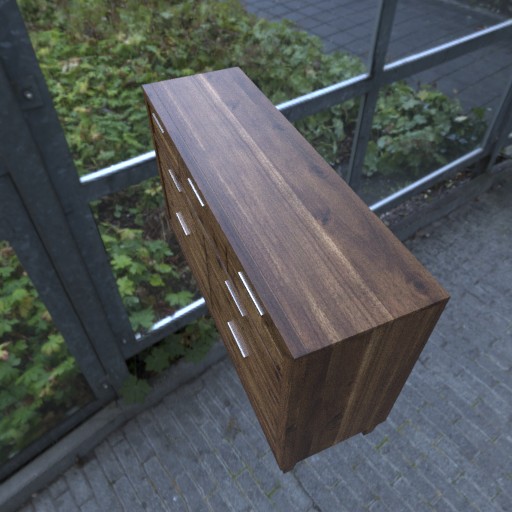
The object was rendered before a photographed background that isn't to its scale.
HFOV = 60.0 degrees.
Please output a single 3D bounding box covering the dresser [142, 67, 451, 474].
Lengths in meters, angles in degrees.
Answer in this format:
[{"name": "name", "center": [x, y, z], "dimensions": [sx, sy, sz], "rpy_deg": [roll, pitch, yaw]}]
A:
[{"name": "dresser", "center": [0.000, 0.000, 1.785], "dimensions": [0.438, 0.892, 1.387], "rpy_deg": [-18, 50, -16]}]
